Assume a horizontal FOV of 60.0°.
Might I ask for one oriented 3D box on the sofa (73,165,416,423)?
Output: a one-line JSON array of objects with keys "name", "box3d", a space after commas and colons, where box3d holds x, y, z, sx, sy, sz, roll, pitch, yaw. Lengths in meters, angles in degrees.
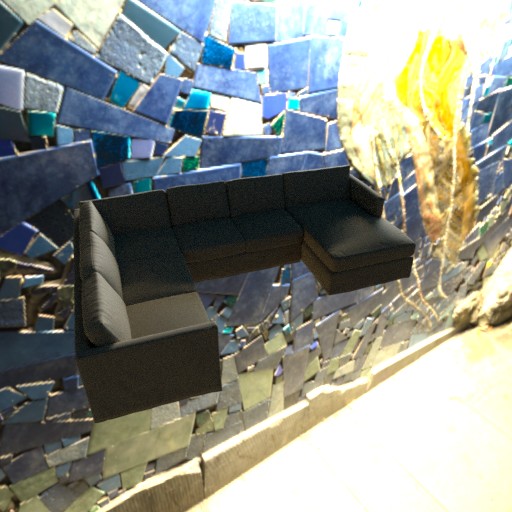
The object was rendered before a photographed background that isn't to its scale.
[{"name": "sofa", "box3d": [0.000, 0.000, 4.572, 3.460, 0.882, 2.427, -11, 34, -16]}]
